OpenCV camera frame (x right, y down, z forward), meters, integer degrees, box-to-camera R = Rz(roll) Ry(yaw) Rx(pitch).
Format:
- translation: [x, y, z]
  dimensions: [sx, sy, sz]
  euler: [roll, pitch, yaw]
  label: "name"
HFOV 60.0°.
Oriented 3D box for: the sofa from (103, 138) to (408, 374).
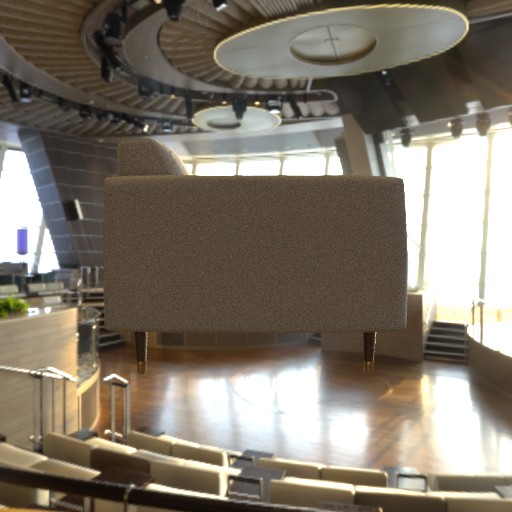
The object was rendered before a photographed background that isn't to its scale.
- translation: [0.000, 0.000, 2.302]
  dimensions: [0.969, 0.814, 1.895]
  euler: [0, 0, 0]
  label: "sofa"
